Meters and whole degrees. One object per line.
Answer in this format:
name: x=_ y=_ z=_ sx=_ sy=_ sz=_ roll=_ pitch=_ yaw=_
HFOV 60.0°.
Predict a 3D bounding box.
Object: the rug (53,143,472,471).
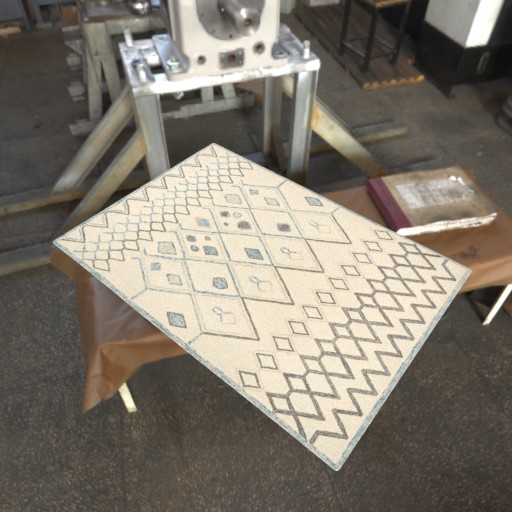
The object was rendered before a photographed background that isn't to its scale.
rug: x=0.000 y=0.000 z=2.328 sx=1.820 sy=0.009 sz=1.260 roll=31 pitch=54 yaw=26
